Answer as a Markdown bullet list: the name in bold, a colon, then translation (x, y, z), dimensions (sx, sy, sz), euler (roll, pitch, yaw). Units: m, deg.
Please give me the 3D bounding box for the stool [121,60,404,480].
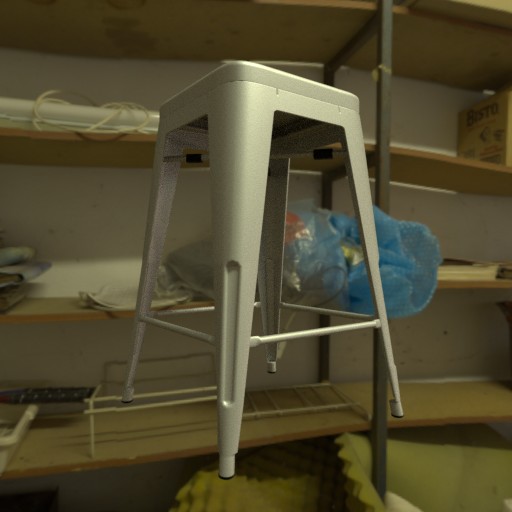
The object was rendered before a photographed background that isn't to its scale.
- **stool**: translation (0.000, 0.000, 0.879), dimensions (0.406, 0.610, 0.406), euler (0, 0, -36)
